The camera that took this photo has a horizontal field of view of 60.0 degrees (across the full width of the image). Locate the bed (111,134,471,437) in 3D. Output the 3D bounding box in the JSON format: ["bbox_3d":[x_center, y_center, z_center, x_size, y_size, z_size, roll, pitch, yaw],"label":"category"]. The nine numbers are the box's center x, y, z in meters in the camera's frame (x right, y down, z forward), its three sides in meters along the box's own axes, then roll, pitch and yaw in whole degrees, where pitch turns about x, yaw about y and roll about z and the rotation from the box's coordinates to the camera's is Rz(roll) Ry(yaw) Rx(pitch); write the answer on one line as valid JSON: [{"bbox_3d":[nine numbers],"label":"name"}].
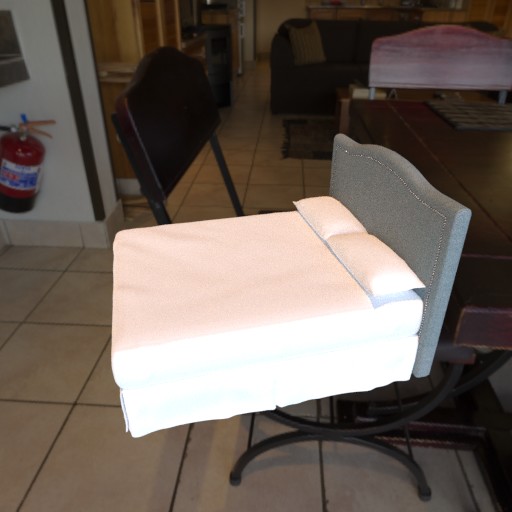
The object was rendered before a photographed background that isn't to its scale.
[{"bbox_3d":[0.000,0.000,3.350,2.143,1.460,1.753,-7,31,-13],"label":"bed"}]
